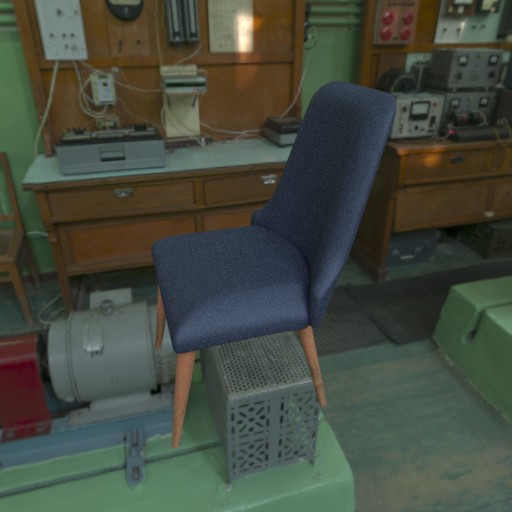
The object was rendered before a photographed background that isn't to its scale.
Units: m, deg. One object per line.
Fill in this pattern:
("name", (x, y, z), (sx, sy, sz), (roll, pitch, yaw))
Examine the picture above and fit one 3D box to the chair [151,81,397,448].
("chair", (0.000, 0.000, 1.167), (0.567, 0.820, 0.504), (-8, 29, -15))
